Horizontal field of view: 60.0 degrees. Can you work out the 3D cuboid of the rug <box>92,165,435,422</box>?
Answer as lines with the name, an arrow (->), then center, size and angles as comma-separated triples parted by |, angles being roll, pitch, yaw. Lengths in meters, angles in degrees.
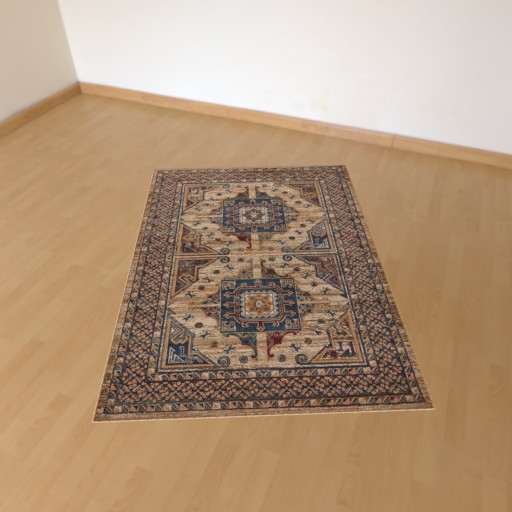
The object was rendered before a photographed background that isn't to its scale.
rug -> 0.000, 0.000, 2.897 | 1.611, 0.008, 2.227 | -2, 42, -2
